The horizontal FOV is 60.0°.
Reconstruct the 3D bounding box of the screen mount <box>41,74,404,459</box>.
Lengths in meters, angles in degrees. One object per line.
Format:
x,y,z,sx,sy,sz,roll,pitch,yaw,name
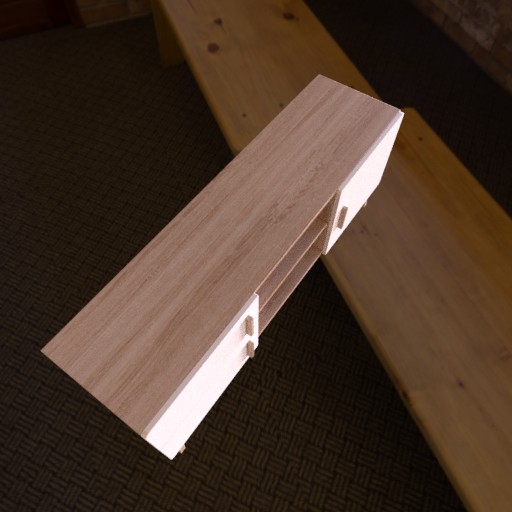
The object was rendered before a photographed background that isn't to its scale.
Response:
0.000,0.000,1.746,0.420,0.570,1.500,32,64,18,screen mount
